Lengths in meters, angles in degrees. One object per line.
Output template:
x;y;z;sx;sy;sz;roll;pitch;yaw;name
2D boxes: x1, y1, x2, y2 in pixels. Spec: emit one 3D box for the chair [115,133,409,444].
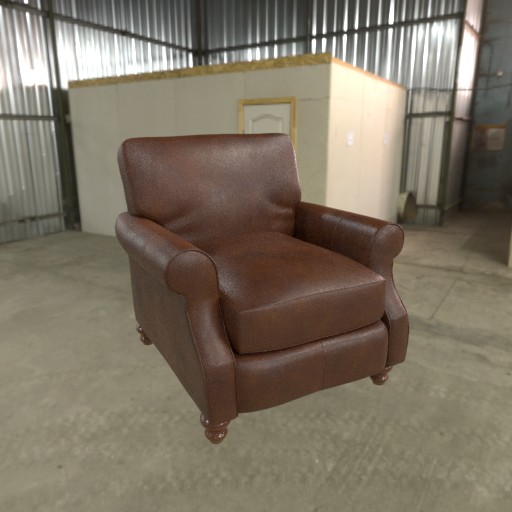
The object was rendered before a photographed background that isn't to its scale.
0.000;0.000;1.814;0.989;0.972;0.992;-8;18;-28;chair
